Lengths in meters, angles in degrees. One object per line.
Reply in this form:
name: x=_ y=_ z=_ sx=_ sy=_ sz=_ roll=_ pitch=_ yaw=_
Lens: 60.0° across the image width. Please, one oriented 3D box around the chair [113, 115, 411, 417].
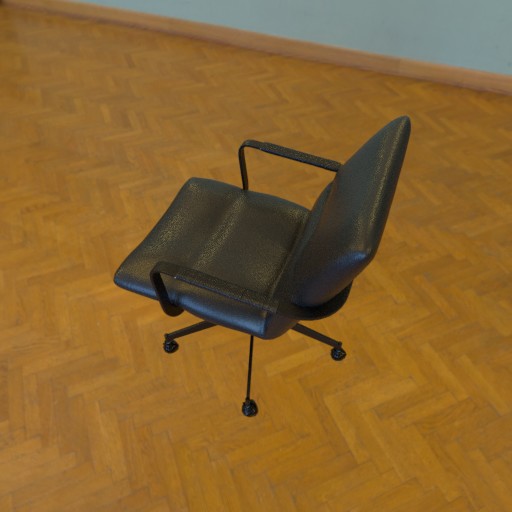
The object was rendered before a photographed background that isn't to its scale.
chair: x=0.000 y=0.000 z=1.486 sx=0.748 sy=0.922 sz=0.719 roll=16 pitch=50 yaw=14
